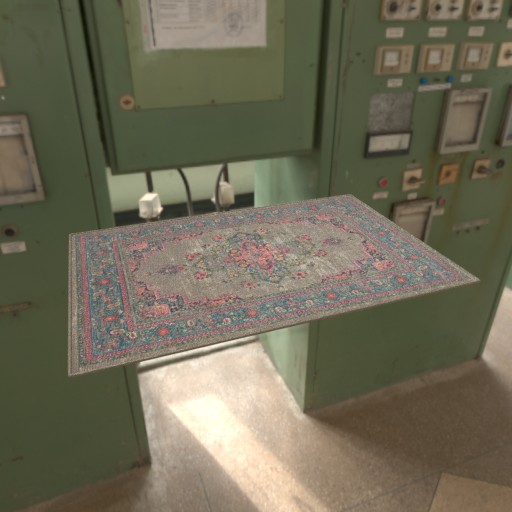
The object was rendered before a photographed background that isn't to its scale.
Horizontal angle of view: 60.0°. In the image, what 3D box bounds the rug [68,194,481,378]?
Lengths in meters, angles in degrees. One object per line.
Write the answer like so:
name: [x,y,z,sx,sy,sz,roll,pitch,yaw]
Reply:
rug: [0.000,0.000,2.203,1.748,0.014,1.144,-10,31,-17]
